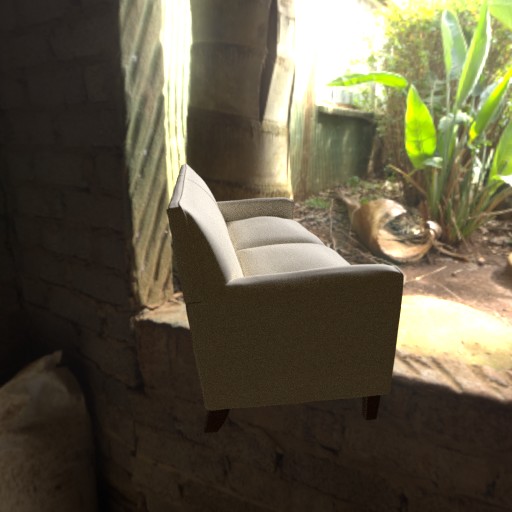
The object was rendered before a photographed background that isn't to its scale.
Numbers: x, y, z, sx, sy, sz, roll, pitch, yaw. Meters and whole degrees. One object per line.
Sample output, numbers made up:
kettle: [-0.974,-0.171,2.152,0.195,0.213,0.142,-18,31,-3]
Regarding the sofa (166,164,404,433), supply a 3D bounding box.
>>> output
sofa: [0.000,0.000,2.488,0.841,0.907,2.001,-2,16,-8]
